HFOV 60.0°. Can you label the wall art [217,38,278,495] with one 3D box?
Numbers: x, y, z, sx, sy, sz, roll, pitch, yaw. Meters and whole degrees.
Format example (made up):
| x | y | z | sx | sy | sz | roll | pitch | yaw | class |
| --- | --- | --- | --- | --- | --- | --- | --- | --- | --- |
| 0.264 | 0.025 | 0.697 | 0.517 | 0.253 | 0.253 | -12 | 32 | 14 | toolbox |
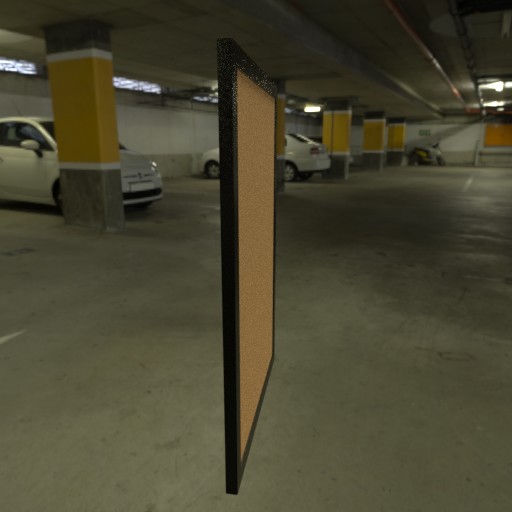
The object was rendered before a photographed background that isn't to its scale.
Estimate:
| x | y | z | sx | sy | sz | roll | pitch | yaw | class |
| --- | --- | --- | --- | --- | --- | --- | --- | --- | --- |
| 0.000 | 0.000 | 0.550 | 0.013 | 0.432 | 0.304 | 2 | 14 | 9 | wall art |
